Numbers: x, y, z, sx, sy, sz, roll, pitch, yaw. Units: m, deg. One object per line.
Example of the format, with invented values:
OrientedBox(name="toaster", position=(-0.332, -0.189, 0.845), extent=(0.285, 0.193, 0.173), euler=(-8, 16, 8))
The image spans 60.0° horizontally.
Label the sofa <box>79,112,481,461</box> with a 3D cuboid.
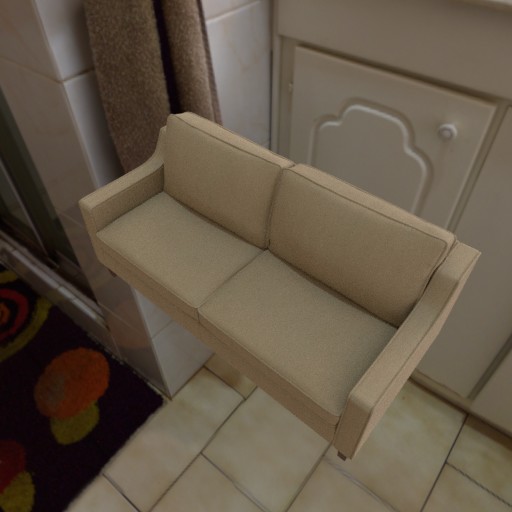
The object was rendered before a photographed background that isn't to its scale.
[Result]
OrientedBox(name="sofa", position=(0.000, 0.000, 2.755), extent=(2.178, 1.071, 1.066), euler=(32, 54, 27))
